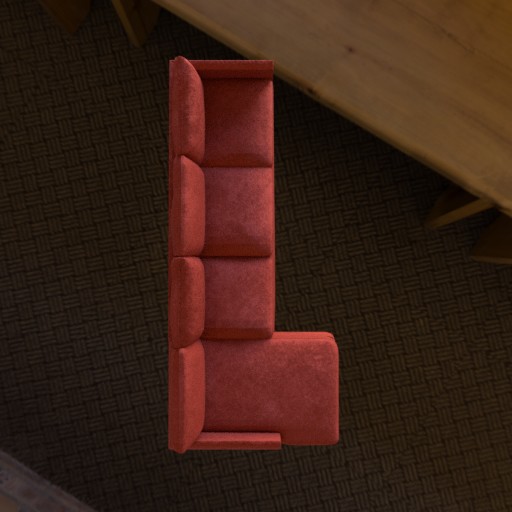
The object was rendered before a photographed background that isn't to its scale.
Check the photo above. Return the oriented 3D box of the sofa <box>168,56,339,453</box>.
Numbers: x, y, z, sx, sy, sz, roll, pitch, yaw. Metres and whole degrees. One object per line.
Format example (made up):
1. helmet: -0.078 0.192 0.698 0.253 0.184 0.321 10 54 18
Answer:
1. sofa: 0.000 0.000 4.041 1.500 0.967 3.400 0 89 0
